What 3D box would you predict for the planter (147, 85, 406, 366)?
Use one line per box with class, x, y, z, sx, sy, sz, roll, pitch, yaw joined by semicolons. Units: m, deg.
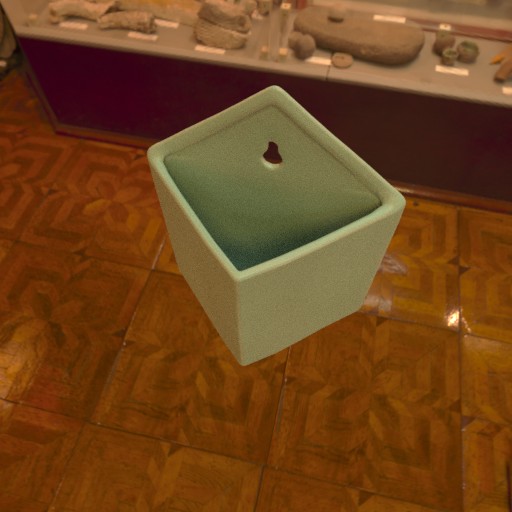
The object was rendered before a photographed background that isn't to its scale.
planter;0.000;0.000;0.282;0.164;0.197;0.079;13;58;8
